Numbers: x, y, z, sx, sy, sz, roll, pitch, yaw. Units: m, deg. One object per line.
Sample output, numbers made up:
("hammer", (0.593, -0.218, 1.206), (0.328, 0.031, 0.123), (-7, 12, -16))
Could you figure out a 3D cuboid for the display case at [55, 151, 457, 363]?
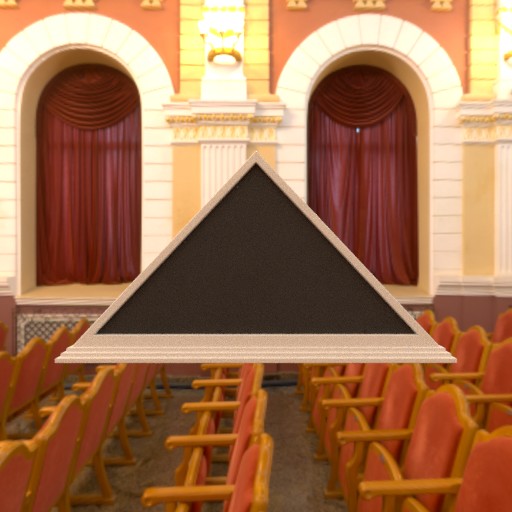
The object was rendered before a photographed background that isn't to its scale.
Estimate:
("display case", (0.000, 0.000, 0.752), (0.640, 0.340, 0.095), (0, 0, 0))
